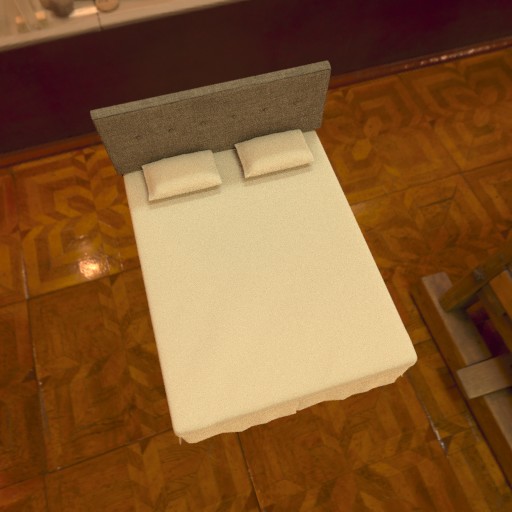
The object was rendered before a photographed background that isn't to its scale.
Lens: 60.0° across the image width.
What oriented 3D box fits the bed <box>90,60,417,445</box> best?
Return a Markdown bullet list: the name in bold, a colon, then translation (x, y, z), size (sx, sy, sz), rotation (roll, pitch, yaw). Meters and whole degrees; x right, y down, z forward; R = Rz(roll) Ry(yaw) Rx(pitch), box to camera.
- **bed**: translation (0.000, 0.000, 2.959), size (1.621, 1.168, 1.958), rotation (-15, 65, -7)
